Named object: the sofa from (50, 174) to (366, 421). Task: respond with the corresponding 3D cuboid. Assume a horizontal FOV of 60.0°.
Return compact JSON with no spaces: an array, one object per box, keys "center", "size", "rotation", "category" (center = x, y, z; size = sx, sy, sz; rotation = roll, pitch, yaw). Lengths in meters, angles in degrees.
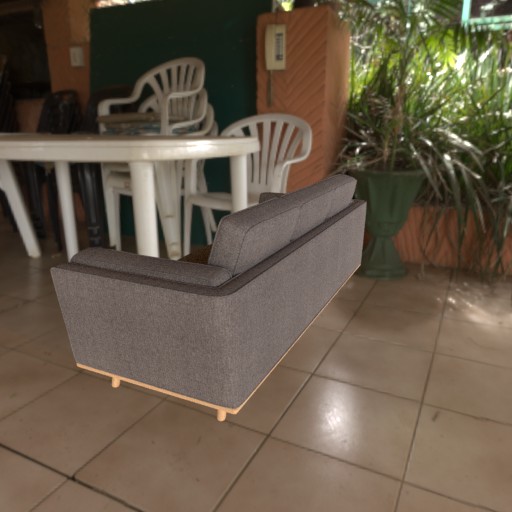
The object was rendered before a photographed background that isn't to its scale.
[{"center":[0.000,0.000,2.814],"size":[0.903,0.899,2.362],"rotation":[8,18,24],"category":"sofa"}]
